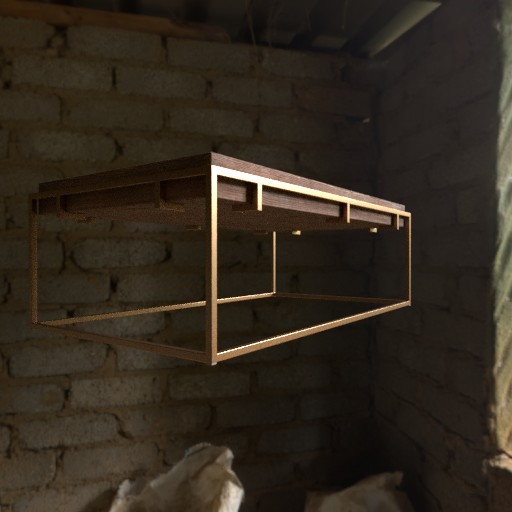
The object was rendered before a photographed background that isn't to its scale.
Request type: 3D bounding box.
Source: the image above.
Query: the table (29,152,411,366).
[{"bbox_3d":[0.000,0.000,1.737,0.775,0.468,1.387,0,0,36],"label":"table"}]
